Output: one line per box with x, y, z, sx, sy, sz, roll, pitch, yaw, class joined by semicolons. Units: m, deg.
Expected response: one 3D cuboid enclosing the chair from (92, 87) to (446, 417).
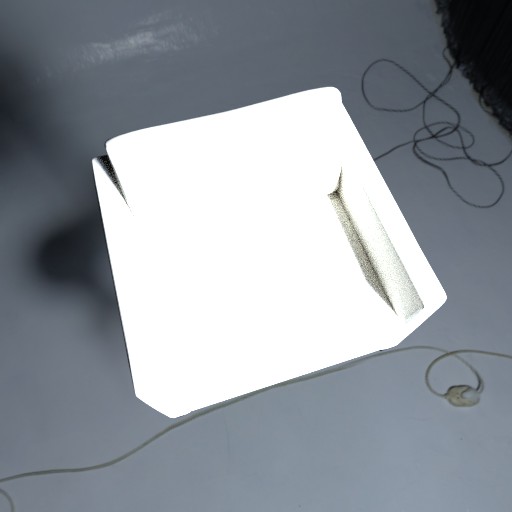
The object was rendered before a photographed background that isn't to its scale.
0.000;0.000;1.610;0.964;0.806;0.875;-16;65;-8;chair
